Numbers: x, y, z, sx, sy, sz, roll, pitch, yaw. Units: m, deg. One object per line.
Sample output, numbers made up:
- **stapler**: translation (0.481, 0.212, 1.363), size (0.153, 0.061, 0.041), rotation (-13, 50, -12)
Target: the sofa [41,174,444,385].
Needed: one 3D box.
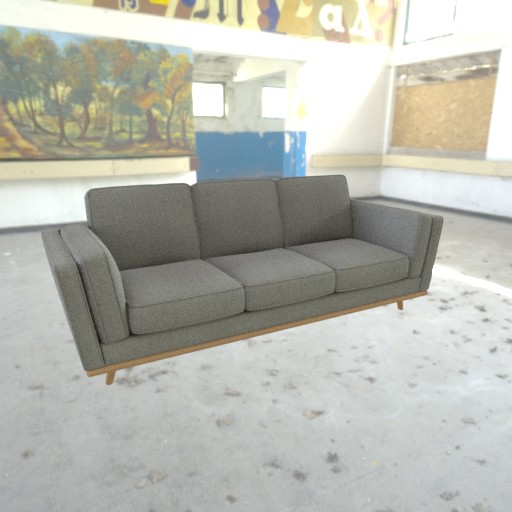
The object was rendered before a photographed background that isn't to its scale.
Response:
- **sofa**: translation (0.000, 0.000, 2.784), size (2.362, 0.899, 0.903), rotation (-8, 18, -28)
